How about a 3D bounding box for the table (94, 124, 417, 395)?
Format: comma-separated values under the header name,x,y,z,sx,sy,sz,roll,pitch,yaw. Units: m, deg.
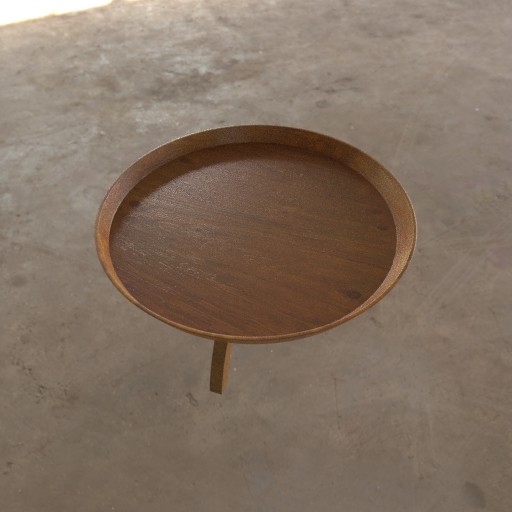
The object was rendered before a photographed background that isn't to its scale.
name,x,y,z,sx,sy,sz,roll,pitch,yaw
table,0.000,0.000,1.606,1.016,0.470,1.016,0,48,0
